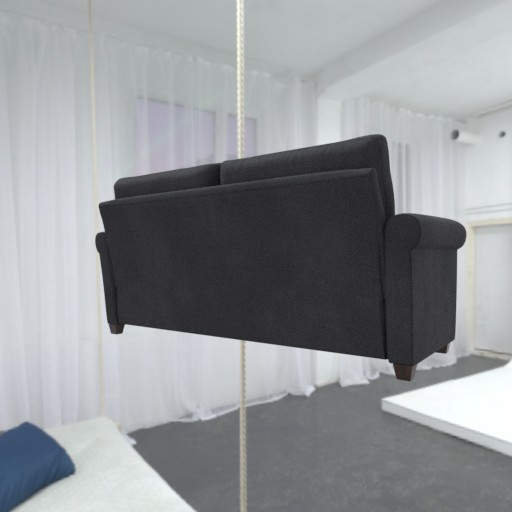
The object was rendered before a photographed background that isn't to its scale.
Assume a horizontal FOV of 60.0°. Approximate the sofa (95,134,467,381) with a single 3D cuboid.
[{"bbox_3d":[0.000,0.000,2.390,1.935,0.942,0.842,0,-1,36],"label":"sofa"}]
